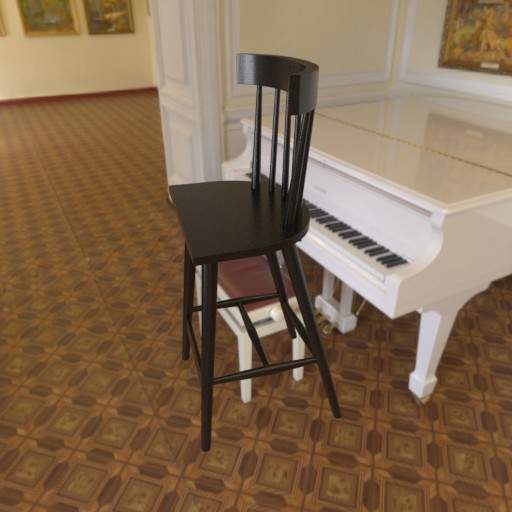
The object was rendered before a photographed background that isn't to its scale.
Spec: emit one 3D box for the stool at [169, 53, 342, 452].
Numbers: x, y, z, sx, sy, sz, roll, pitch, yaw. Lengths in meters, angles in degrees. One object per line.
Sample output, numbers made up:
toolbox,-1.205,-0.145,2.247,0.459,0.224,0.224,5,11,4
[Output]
stool,0.000,0.000,1.357,0.483,1.092,0.482,-8,31,-14
